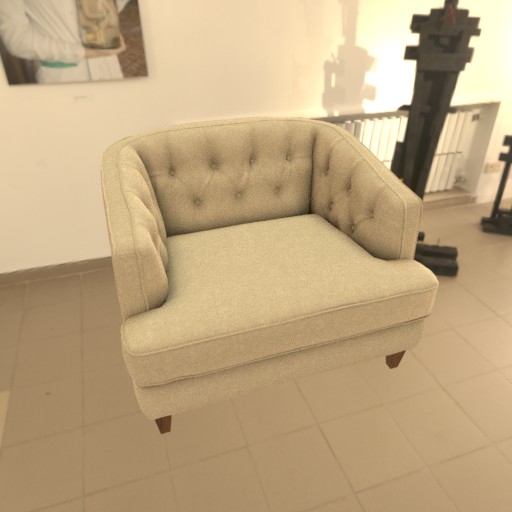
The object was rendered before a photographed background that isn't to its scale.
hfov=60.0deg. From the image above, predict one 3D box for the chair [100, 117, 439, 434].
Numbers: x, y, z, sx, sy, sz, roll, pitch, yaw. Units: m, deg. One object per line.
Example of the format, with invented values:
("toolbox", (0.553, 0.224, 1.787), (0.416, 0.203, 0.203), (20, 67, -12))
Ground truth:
("chair", (0.000, 0.000, 1.772), (1.104, 0.852, 0.941), (-10, 33, -16))
